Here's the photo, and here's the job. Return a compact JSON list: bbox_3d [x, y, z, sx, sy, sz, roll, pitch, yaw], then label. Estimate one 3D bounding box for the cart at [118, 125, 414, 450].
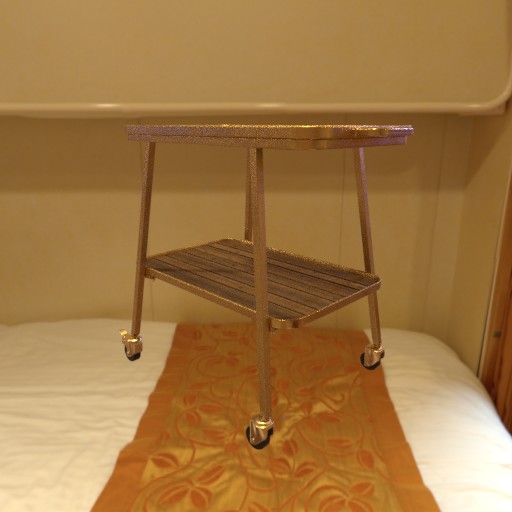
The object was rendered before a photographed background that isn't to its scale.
[{"bbox_3d":[0.000,0.000,1.240,0.524,0.700,0.806,-16,23,-43],"label":"cart"}]
